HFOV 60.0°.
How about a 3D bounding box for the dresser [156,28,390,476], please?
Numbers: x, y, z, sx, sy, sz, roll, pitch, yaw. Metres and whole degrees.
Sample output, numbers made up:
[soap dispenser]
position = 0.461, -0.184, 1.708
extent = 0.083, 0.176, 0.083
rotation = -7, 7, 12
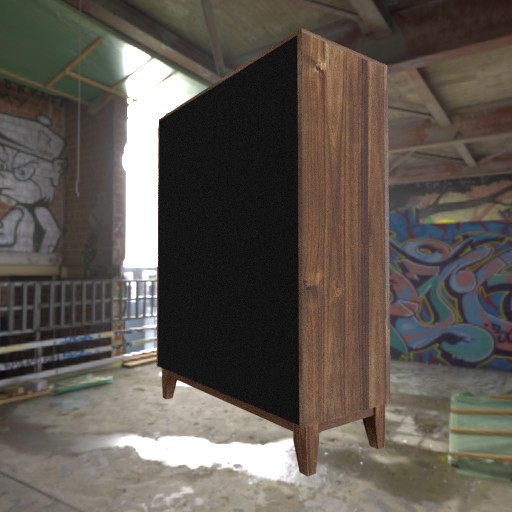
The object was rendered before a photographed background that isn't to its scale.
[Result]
[dresser]
position = 0.000, 0.000, 1.917
extent = 0.442, 1.393, 1.062
rotation = 1, -2, -37
